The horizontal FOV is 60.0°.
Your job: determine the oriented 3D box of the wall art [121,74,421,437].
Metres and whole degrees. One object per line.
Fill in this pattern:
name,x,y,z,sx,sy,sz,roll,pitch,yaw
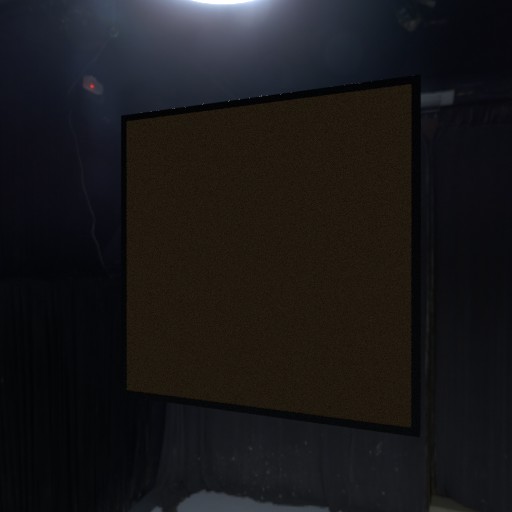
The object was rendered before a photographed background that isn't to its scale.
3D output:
wall art,0.000,0.000,0.731,0.509,0.509,0.040,0,0,21
